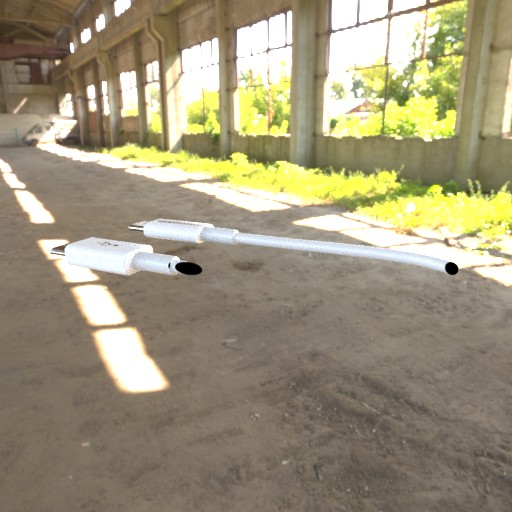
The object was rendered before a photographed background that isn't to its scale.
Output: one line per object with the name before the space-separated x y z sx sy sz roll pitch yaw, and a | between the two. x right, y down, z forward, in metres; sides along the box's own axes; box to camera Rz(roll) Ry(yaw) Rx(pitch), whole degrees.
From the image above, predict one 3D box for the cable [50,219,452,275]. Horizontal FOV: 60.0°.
cable | 0.000 0.000 0.110 0.098 0.006 0.040 8 18 24
